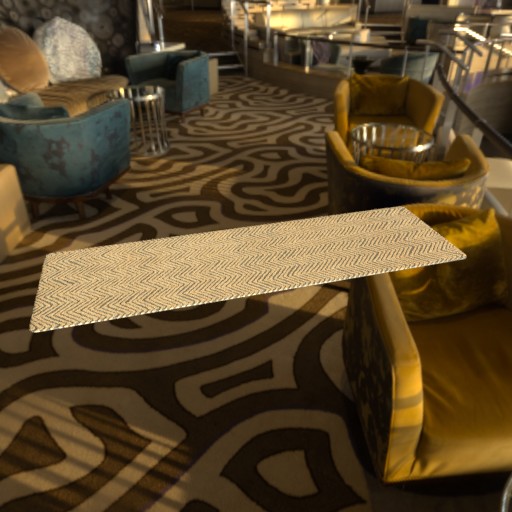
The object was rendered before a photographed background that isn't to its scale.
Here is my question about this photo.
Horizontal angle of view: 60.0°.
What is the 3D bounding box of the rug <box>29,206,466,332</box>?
[{"bbox_3d":[0.000,0.000,2.501,2.286,0.008,0.686,-9,33,-13],"label":"rug"}]
